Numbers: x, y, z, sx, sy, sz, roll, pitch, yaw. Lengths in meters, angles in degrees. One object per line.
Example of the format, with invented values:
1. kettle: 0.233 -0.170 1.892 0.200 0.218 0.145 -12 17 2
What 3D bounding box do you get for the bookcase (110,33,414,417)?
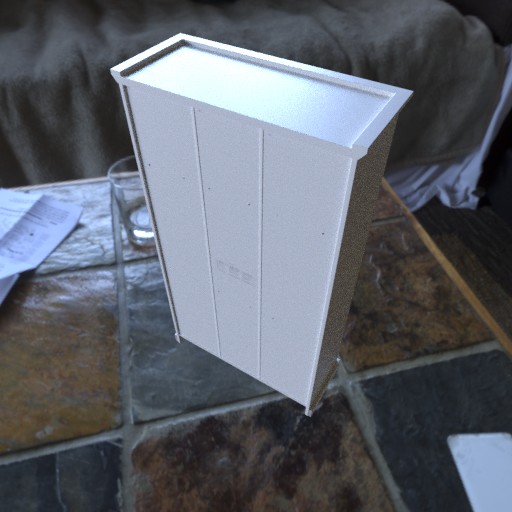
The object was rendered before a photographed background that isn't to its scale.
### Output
1. bookcase: 0.000 0.000 2.313 1.050 1.880 0.432 24 51 21
